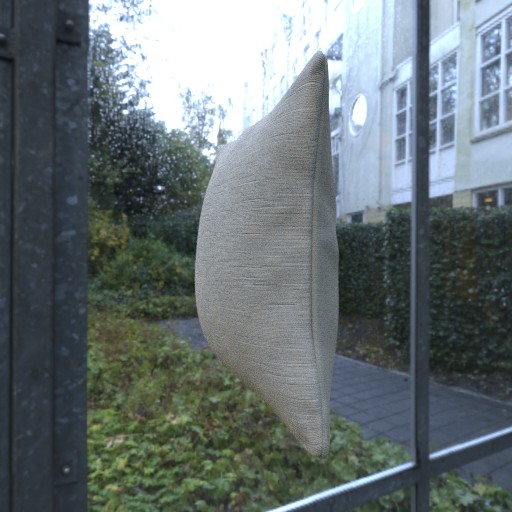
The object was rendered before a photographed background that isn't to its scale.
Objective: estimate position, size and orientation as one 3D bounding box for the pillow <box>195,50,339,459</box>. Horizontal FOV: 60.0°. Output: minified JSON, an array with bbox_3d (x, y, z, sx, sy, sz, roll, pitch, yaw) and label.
[{"bbox_3d":[0.000,0.000,0.651,0.162,0.420,0.437,0,1,-18],"label":"pillow"}]
